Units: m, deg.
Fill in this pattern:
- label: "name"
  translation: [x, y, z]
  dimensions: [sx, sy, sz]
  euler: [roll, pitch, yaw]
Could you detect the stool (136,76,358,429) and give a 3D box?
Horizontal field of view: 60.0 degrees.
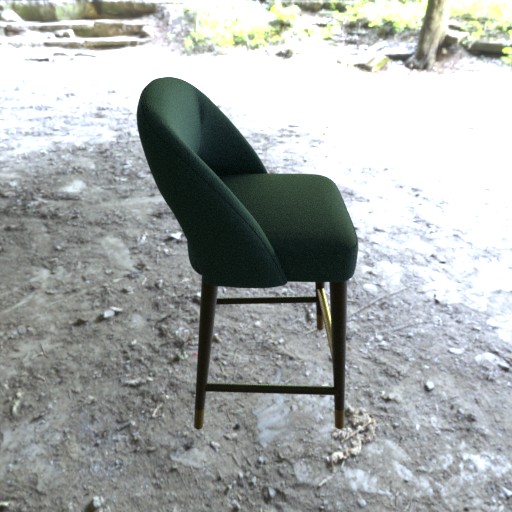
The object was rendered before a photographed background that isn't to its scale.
- label: "stool"
  translation: [0.000, 0.000, 1.264]
  dimensions: [0.522, 0.939, 0.536]
  euler: [0, 32, 0]
